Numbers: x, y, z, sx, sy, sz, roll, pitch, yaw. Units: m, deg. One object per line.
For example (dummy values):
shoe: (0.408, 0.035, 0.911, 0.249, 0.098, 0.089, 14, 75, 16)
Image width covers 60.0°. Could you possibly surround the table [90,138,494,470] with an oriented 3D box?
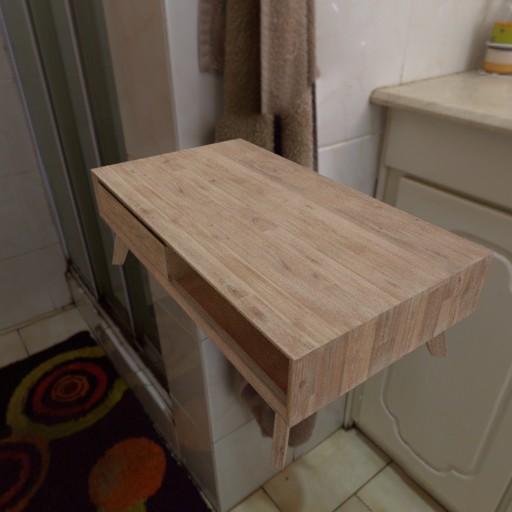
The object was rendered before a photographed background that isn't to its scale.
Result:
table: (0.000, 0.000, 2.035, 0.918, 0.531, 1.619, -20, 37, -29)
